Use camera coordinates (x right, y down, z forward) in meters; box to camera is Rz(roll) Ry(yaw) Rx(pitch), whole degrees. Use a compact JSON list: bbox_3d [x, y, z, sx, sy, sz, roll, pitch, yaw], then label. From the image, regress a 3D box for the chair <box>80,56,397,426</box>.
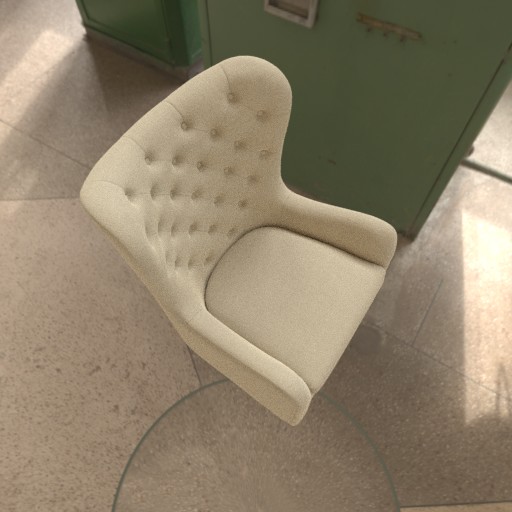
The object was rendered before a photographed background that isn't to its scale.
[{"bbox_3d":[0.000,0.000,1.735,0.929,1.079,0.831,29,64,16],"label":"chair"}]
